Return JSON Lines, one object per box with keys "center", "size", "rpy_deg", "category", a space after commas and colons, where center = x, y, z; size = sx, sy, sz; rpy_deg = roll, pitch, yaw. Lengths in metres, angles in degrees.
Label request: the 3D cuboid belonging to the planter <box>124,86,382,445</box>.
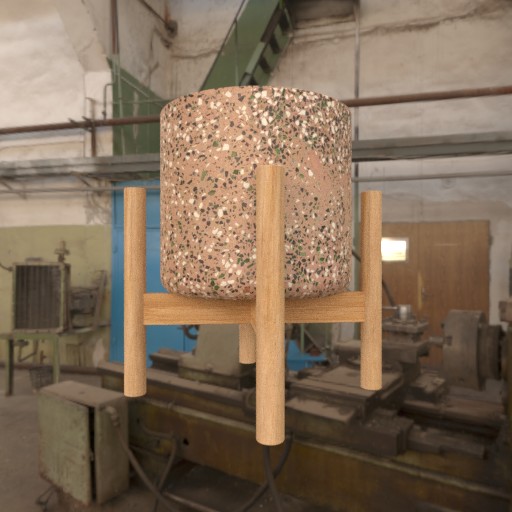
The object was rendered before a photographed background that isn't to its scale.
{"center": [0.000, 0.000, 0.527], "size": [0.284, 0.320, 0.284], "rpy_deg": [0, 0, 17], "category": "planter"}
